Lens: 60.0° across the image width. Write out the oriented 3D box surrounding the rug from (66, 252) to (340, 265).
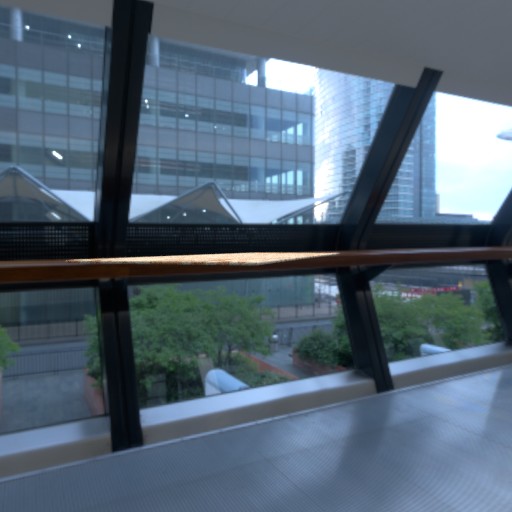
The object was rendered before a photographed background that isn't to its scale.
[{"bbox_3d":[0.000,0.000,2.714,0.750,0.011,2.435,0,1,17],"label":"rug"}]
